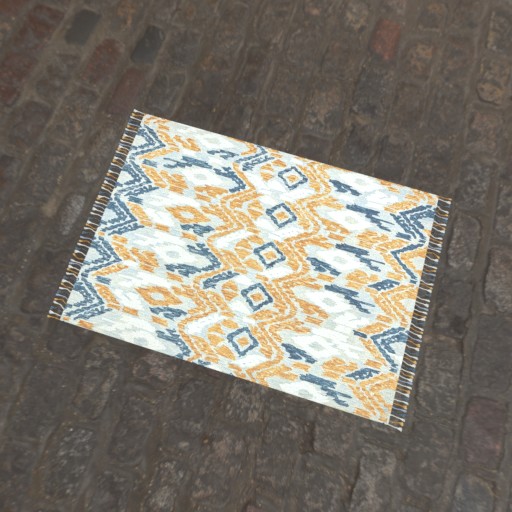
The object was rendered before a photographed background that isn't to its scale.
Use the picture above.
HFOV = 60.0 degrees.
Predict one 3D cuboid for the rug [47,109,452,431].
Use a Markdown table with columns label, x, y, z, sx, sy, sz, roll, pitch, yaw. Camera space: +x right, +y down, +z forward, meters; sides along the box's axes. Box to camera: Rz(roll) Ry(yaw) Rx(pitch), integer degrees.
| label | x | y | z | sx | sy | sz | roll | pitch | yaw |
| --- | --- | --- | --- | --- | --- | --- | --- | --- | --- |
| rug | 0.000 | 0.000 | 2.300 | 1.827 | 0.008 | 1.230 | 17 | 77 | 4 |
